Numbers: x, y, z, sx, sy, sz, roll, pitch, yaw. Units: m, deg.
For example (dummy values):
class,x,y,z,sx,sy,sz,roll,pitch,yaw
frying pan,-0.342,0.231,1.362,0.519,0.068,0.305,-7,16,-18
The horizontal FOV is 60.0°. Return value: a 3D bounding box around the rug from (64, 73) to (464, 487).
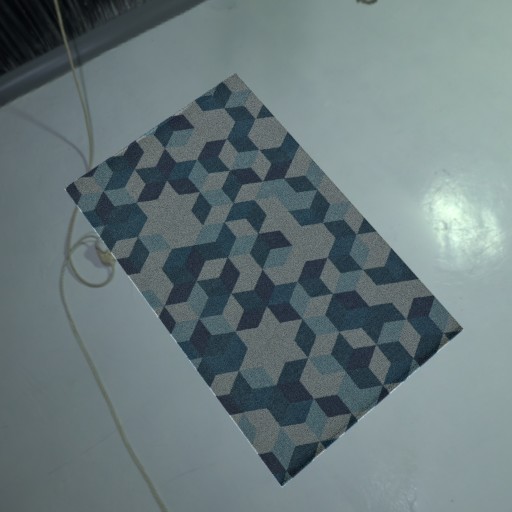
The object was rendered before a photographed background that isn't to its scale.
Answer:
class,x,y,z,sx,sy,sz,roll,pitch,yaw
rug,0.000,0.000,2.998,1.518,0.015,2.438,-37,79,-9
